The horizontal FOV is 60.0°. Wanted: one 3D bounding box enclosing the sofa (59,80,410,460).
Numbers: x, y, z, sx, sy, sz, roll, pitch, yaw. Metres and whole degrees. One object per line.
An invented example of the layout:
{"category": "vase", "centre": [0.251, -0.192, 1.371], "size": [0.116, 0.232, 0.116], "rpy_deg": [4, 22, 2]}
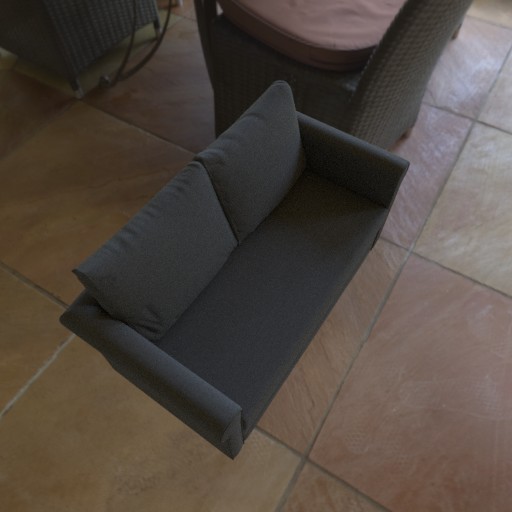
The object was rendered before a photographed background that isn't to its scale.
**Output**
{"category": "sofa", "centre": [0.000, 0.000, 1.969], "size": [0.741, 0.872, 1.460], "rpy_deg": [30, 62, 18]}
